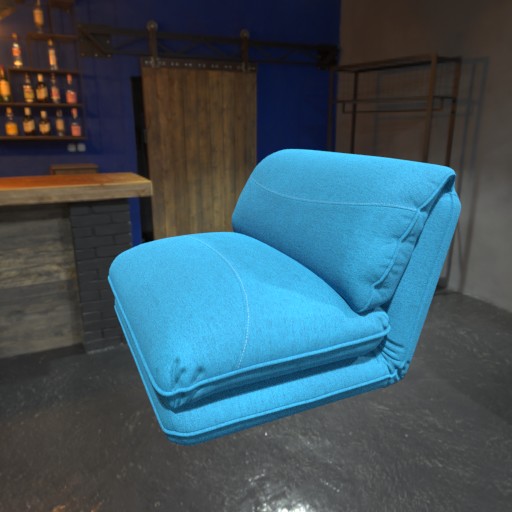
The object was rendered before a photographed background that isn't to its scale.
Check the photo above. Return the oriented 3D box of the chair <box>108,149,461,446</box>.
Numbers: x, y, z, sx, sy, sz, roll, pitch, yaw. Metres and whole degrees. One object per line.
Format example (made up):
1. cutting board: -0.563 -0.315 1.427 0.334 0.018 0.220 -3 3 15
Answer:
1. chair: 0.000 0.000 1.310 0.780 0.580 0.820 -8 18 -24
